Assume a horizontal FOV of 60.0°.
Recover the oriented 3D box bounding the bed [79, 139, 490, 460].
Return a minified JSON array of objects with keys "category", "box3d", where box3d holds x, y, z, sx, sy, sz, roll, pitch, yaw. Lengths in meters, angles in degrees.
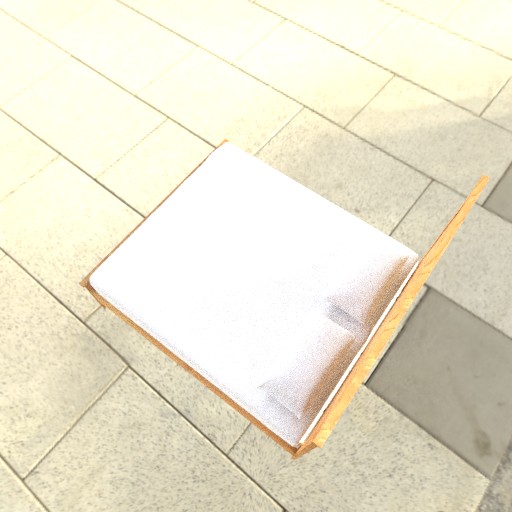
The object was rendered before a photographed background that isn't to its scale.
[{"category":"bed","box3d":[0.000,0.000,3.464,2.201,1.686,1.936,34,68,16]}]
